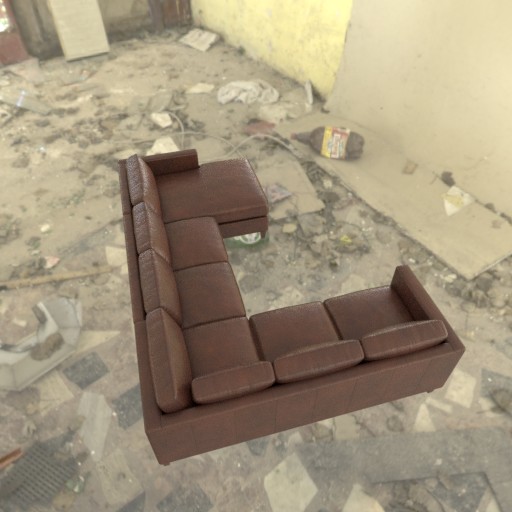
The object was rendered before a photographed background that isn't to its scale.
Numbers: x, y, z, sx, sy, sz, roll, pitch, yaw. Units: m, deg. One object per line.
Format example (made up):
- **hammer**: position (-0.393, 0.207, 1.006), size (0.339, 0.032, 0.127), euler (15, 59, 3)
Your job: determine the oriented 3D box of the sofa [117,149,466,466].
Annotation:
- **sofa**: position (0.000, 0.000, 4.490), size (2.452, 0.891, 3.324), euler (-11, 47, -11)
